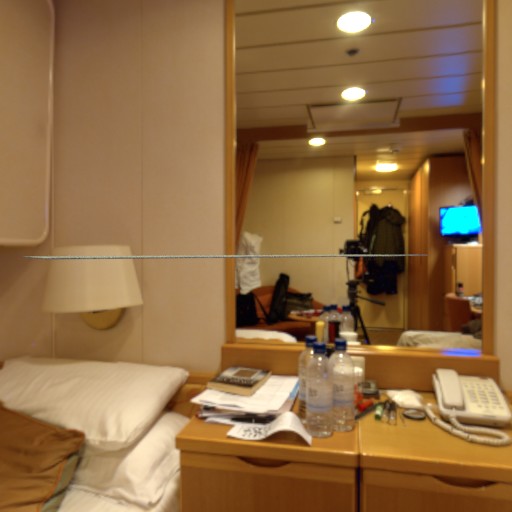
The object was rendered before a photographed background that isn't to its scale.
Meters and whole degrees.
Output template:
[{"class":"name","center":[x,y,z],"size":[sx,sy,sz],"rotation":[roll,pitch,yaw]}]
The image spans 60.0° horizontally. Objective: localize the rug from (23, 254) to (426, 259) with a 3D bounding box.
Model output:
[{"class":"rug","center":[0.000,0.000,2.693],"size":[2.443,0.008,0.688],"rotation":[0,1,-34]}]
